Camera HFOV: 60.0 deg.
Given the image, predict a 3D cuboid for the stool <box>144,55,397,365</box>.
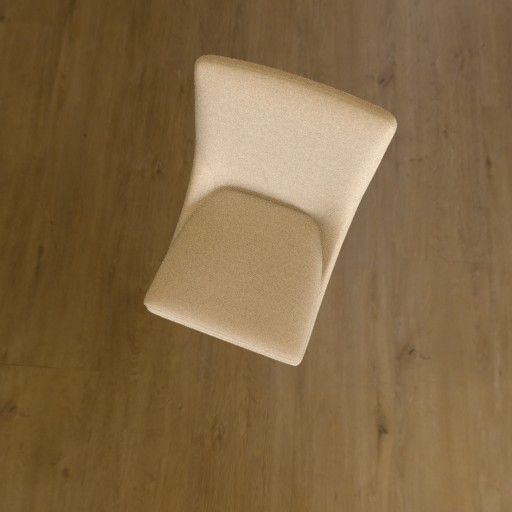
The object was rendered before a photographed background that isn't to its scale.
[{"bbox_3d":[0.000,0.000,1.390,0.470,1.092,0.559,20,77,5],"label":"stool"}]
